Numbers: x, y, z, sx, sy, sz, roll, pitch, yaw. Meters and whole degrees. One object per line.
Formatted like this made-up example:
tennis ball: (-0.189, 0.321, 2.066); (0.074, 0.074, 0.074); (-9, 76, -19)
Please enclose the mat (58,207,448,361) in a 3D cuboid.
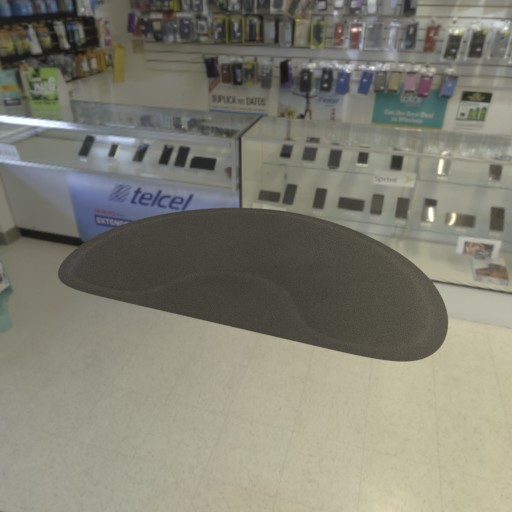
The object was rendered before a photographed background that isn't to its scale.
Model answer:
mat: (0.000, 0.000, 1.884); (1.524, 0.013, 0.913); (10, 33, 16)
